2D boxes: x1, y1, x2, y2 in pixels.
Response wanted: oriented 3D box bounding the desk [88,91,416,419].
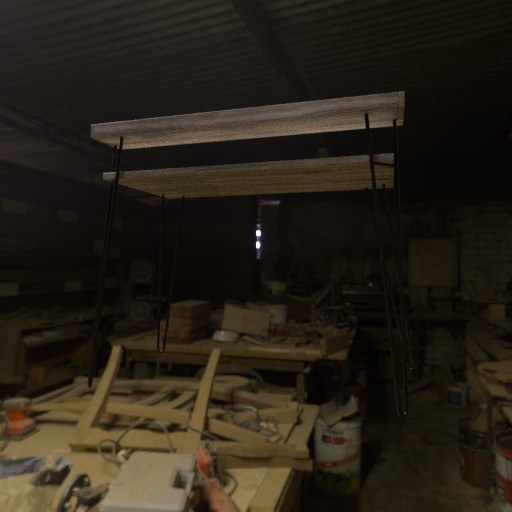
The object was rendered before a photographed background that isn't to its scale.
[{"bbox_3d":[0.000,0.000,1.640,1.135,0.899,0.605,0,-1,17],"label":"desk"}]
